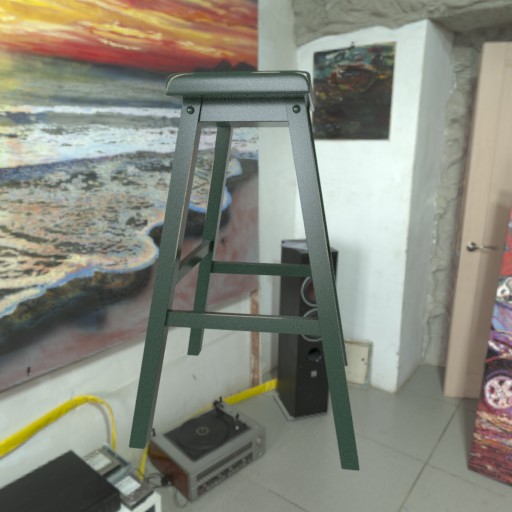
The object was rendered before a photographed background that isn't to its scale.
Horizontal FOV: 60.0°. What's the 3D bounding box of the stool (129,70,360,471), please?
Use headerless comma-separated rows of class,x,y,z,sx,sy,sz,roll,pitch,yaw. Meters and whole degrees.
stool,0.000,0.000,1.028,0.476,0.737,0.457,2,15,8
